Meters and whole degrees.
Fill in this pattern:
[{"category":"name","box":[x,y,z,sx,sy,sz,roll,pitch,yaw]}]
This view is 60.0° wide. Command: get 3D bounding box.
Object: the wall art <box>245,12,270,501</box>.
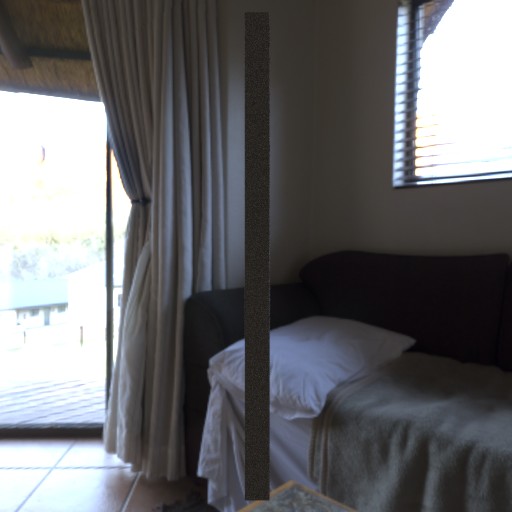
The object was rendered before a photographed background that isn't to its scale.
[{"category":"wall art","box":[0.000,0.000,0.938,0.039,0.753,0.511,0,1,0]}]
